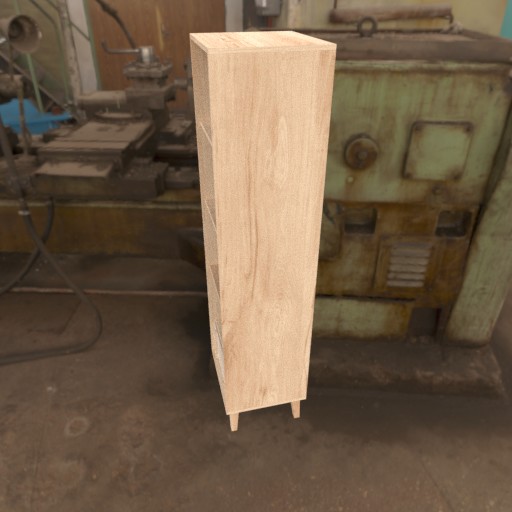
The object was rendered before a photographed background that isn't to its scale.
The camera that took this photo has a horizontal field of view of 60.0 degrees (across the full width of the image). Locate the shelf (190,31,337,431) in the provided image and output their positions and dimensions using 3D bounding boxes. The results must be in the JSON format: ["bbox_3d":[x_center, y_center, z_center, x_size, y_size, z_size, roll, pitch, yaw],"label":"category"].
[{"bbox_3d":[0.000,0.000,2.212,0.450,1.960,0.510,-7,32,-12],"label":"shelf"}]
